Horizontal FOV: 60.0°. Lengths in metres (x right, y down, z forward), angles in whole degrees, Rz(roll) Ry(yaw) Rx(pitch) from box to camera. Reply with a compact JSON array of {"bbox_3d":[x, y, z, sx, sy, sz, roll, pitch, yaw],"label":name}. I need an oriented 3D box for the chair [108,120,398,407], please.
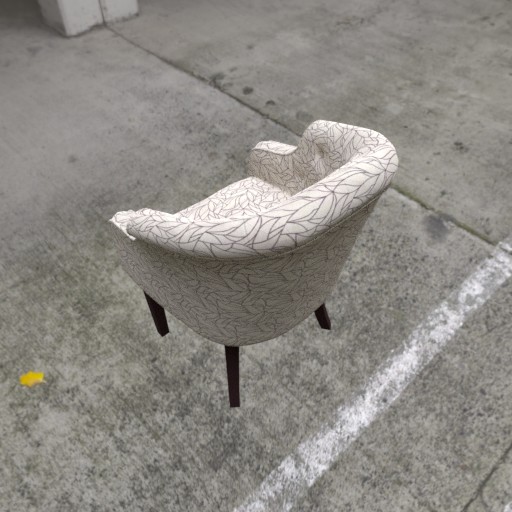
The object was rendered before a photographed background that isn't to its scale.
[{"bbox_3d":[0.000,0.000,1.341,0.686,0.858,0.613,-33,54,-28],"label":"chair"}]
